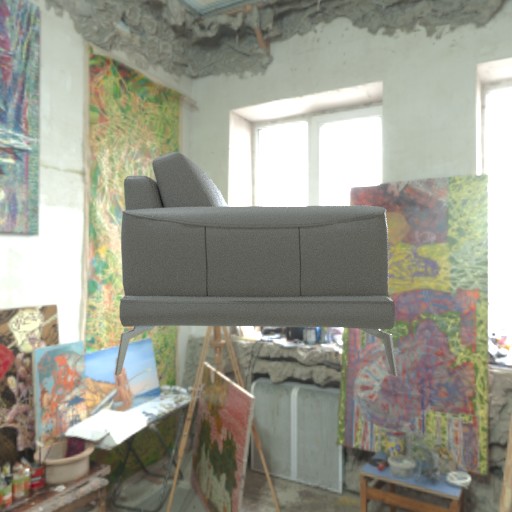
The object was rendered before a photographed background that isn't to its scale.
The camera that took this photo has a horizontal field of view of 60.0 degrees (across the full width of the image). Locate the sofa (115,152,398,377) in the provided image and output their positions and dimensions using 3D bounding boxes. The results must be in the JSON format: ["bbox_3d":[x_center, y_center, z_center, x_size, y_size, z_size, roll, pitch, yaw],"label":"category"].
[{"bbox_3d":[0.000,0.000,2.770,1.121,0.930,2.177,0,0,0],"label":"sofa"}]
